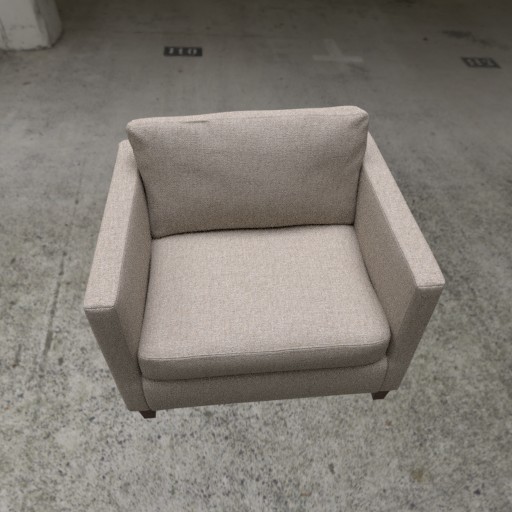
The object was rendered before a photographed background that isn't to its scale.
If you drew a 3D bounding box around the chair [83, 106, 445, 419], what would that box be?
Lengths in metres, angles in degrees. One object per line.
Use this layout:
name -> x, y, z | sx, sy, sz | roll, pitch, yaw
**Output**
chair -> 0.000, 0.000, 1.796 | 1.107, 0.961, 0.959 | -4, 45, -3
